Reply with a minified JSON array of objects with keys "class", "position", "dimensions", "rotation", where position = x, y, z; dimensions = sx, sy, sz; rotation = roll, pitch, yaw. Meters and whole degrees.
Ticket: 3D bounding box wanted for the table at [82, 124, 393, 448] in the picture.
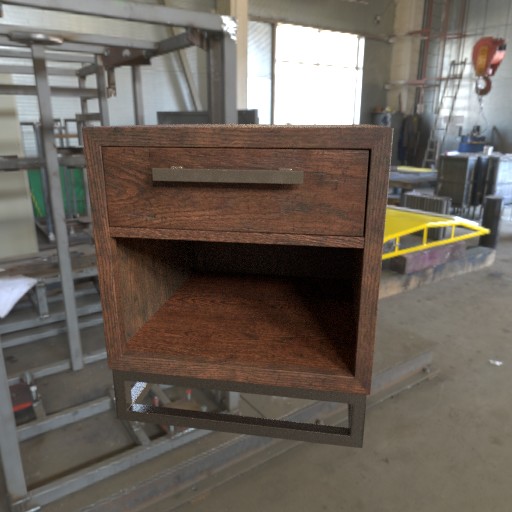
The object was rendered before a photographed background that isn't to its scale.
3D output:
[{"class":"table","position":[0.000,0.000,1.029],"dimensions":[0.506,0.582,0.566],"rotation":[3,17,9]}]
